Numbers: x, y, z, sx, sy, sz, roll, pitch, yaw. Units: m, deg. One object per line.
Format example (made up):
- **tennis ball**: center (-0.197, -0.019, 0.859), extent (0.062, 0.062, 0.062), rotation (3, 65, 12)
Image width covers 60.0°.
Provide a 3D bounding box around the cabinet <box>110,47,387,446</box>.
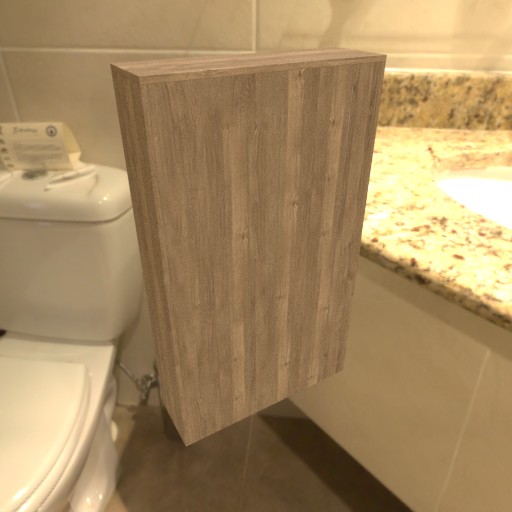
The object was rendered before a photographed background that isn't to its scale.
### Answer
- **cabinet**: center (0.000, 0.000, 1.561), extent (0.750, 1.280, 0.250), rotation (-17, 35, -26)
